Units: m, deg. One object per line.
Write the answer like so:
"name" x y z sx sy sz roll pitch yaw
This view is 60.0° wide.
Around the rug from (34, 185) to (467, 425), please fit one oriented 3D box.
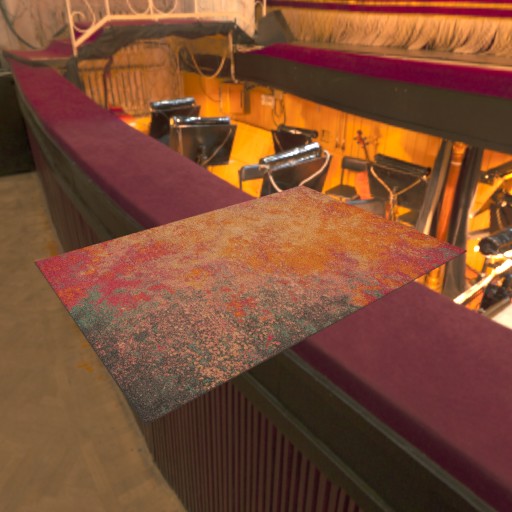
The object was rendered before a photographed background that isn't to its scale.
"rug" 0.000 0.000 3.588 2.896 0.013 2.007 -20 35 -32
